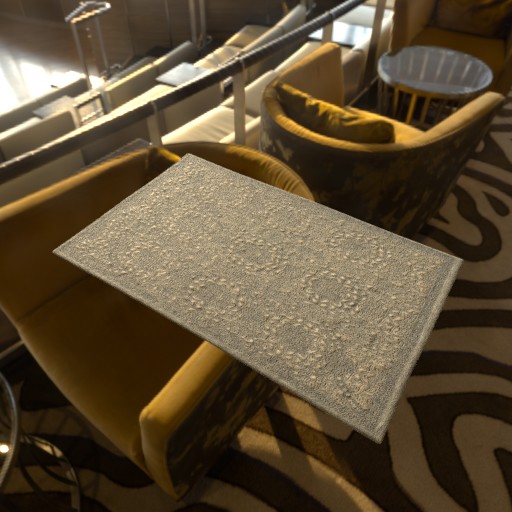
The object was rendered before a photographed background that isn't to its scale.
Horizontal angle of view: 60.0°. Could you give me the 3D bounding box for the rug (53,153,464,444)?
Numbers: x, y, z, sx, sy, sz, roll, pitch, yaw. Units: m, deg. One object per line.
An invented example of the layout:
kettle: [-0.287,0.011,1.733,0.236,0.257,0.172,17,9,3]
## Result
rug: [0.000,0.000,3.147,2.498,0.022,1.535,25,51,22]
